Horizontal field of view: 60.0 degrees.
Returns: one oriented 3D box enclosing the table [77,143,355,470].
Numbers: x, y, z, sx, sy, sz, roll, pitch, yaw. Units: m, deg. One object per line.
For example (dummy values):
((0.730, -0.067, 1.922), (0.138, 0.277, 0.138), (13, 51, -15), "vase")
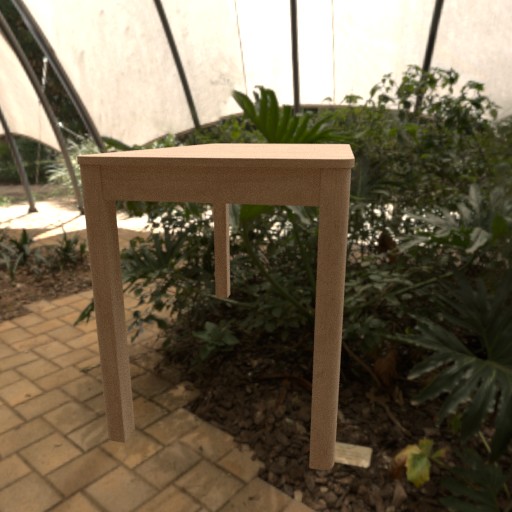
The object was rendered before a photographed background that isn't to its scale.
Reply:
((0.000, 0.000, 1.903), (0.750, 0.900, 1.400), (3, 16, 11), "table")
